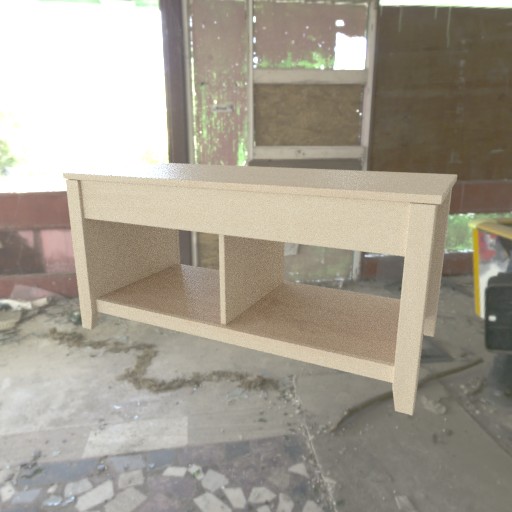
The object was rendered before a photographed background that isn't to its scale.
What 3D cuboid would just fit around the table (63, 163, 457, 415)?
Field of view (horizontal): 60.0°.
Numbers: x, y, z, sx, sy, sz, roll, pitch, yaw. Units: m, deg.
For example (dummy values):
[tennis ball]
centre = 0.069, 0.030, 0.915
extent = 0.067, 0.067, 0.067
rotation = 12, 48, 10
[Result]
[table]
centre = 0.000, 0.000, 1.315
extent = 1.016, 0.483, 0.457
rotation = 8, 18, 26
